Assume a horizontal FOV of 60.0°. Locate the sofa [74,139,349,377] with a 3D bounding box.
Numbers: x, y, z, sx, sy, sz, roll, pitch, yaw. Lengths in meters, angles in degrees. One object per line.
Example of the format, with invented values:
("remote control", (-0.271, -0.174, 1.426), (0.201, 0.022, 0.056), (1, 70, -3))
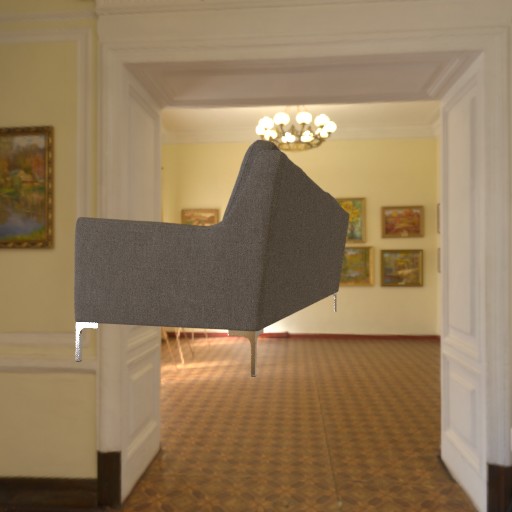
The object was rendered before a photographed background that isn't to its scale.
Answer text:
("sofa", (0.000, 0.000, 2.554), (0.849, 0.837, 2.060), (0, -1, 18))
